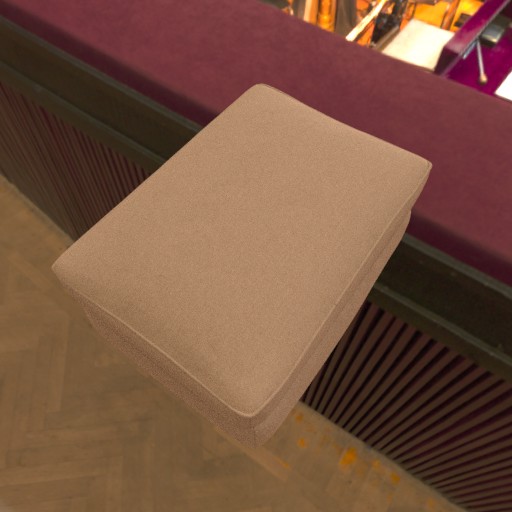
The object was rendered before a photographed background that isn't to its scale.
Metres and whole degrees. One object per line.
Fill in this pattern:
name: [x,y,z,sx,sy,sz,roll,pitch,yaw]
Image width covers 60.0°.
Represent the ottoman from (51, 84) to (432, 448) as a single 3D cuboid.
ottoman: [0.000,0.000,0.998,0.501,0.456,0.665,32,63,18]
